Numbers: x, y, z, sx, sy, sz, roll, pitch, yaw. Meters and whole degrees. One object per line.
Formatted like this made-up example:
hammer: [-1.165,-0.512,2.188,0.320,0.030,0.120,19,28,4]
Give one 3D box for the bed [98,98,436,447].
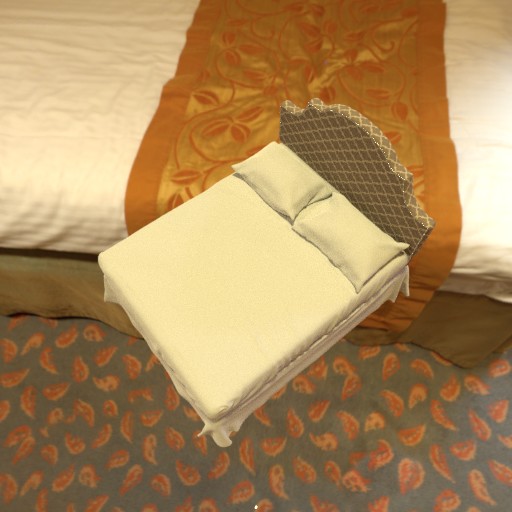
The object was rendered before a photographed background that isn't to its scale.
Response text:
bed: [0.000,0.000,3.425,2.222,1.633,1.780,-35,66,-18]
